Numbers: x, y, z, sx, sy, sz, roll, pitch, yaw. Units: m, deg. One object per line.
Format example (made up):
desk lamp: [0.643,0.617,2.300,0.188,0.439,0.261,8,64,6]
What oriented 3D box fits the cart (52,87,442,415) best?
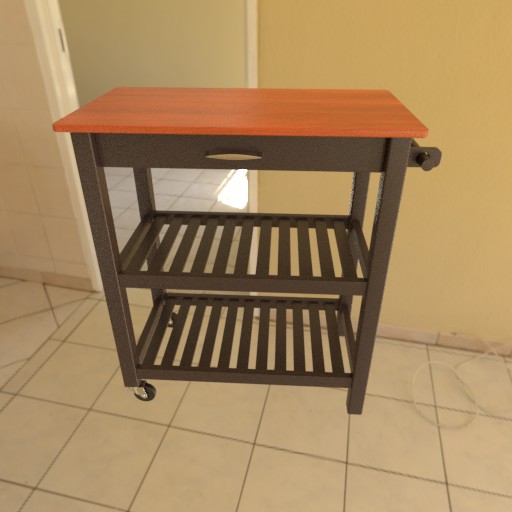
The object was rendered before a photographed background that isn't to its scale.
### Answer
cart: [0.000,0.000,1.404,0.899,0.927,0.457,2,31,3]
